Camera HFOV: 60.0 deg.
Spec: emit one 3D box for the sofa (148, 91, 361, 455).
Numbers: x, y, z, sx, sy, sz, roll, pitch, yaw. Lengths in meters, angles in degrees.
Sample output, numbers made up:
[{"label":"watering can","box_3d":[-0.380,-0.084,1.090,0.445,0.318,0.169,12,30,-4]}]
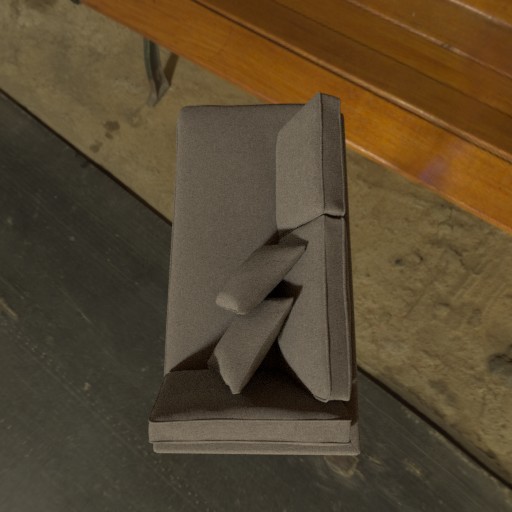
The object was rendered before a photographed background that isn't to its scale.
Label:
[{"label":"sofa","box_3d":[0.000,0.000,2.813,1.110,1.033,2.237,0,75,0]}]
